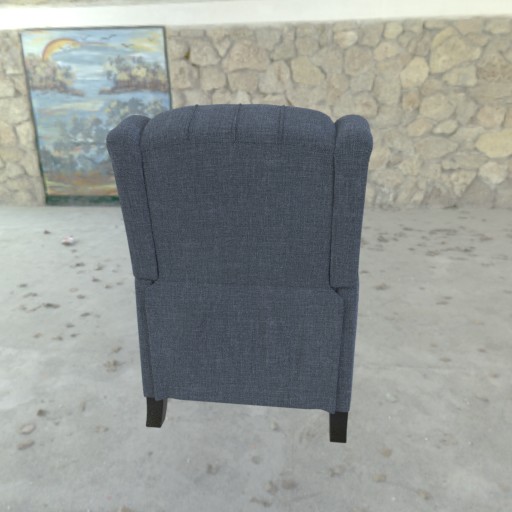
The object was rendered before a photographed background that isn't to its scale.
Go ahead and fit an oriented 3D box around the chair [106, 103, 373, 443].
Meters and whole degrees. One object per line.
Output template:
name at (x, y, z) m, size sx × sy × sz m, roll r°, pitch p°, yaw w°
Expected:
chair at (0.000, 0.000, 1.631) m, size 0.742 × 1.035 × 0.898 m, roll 2°, pitch 17°, yaw 7°
